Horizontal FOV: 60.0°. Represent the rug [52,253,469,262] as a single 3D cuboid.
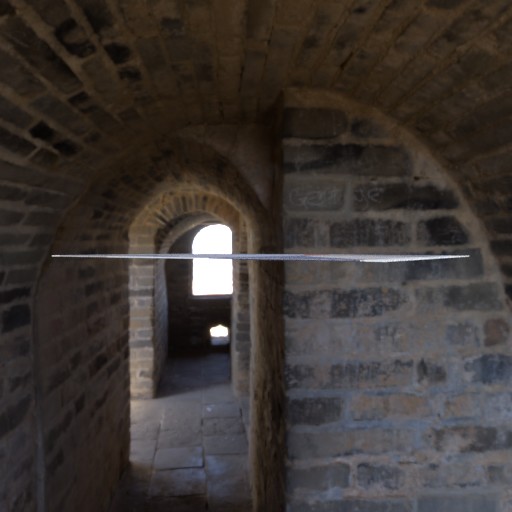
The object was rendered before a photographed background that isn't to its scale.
[{"bbox_3d":[0.000,0.000,2.322,1.828,0.005,1.220,1,1,36],"label":"rug"}]
